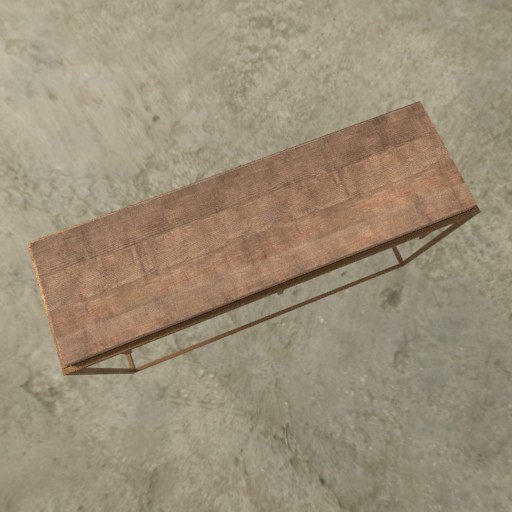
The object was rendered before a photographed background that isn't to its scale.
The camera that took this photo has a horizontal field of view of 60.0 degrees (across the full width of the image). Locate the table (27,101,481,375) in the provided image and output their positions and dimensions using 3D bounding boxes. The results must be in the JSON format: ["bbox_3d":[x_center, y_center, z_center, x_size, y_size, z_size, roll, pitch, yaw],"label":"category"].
[{"bbox_3d":[0.000,0.000,1.788,1.400,0.820,0.440,-21,76,-5],"label":"table"}]
